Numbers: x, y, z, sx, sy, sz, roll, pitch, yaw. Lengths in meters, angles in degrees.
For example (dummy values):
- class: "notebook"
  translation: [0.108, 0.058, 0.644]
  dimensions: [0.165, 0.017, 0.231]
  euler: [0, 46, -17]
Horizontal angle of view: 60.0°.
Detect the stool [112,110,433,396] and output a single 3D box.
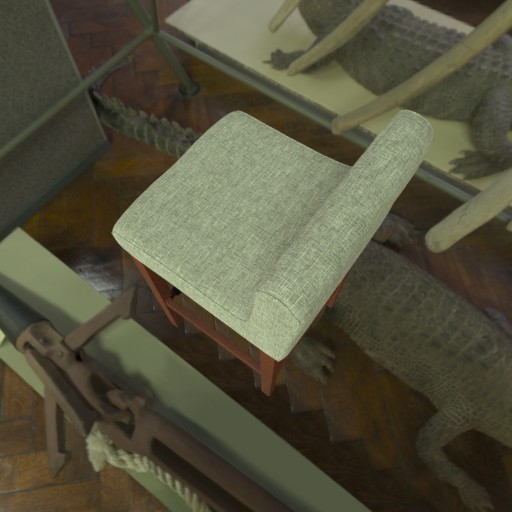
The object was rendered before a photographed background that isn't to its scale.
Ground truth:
- class: "stool"
  translation: [0.000, 0.000, 1.073]
  dimensions: [0.459, 0.835, 0.417]
  euler: [33, 68, 16]
